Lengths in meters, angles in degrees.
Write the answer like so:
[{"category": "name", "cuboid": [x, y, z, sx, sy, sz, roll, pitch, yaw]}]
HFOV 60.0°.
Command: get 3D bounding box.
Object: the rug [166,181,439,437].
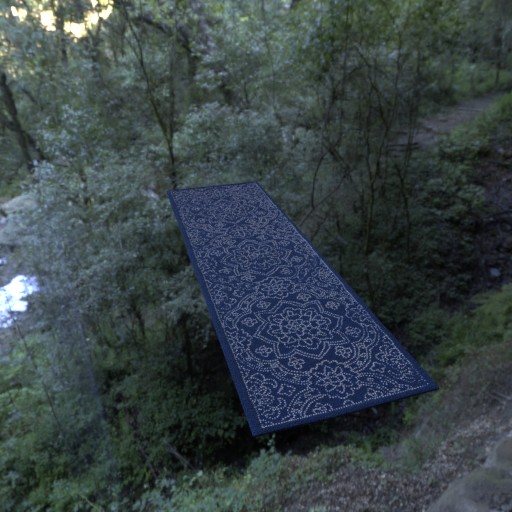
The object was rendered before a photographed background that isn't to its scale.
[{"category": "rug", "cuboid": [0.000, 0.000, 2.655, 0.769, 0.012, 2.448, -9, 31, -15]}]
